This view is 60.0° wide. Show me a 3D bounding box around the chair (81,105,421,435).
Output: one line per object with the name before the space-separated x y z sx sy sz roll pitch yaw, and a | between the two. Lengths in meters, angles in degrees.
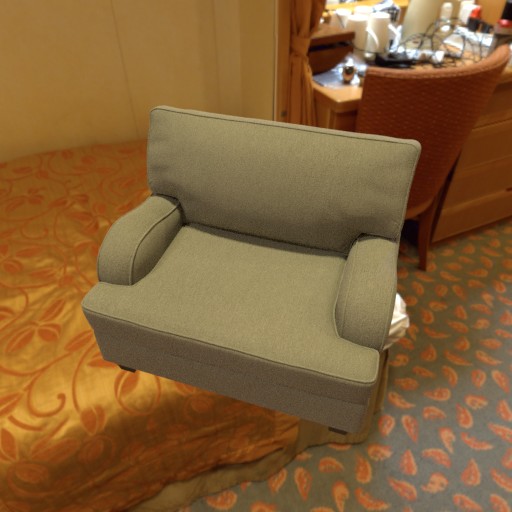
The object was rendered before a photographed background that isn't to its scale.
chair | 0.000 0.000 2.001 1.220 1.016 1.041 12 43 13
